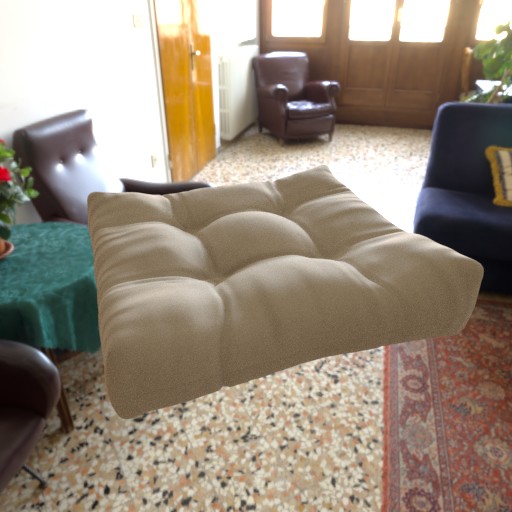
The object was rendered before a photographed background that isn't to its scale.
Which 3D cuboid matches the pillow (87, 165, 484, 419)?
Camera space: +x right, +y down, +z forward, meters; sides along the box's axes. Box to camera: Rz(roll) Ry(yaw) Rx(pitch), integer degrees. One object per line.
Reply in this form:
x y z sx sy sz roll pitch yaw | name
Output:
0.000 0.000 0.703 0.490 0.128 0.468 -10 31 -17 | pillow
